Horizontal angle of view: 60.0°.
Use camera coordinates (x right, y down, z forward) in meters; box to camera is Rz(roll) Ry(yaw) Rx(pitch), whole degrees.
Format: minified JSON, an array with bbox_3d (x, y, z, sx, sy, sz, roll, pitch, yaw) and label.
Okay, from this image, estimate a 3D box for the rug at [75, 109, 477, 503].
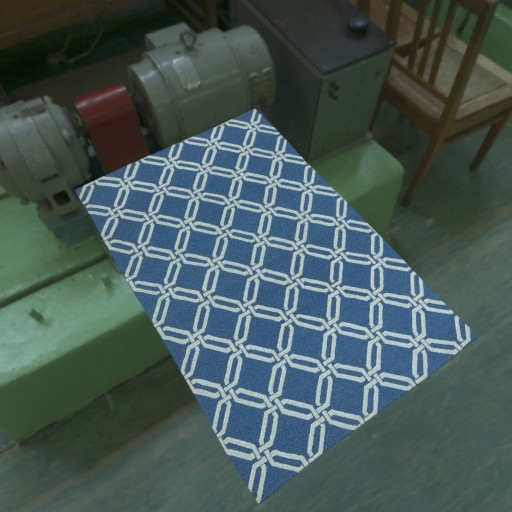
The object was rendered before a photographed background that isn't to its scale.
[{"bbox_3d":[0.000,0.000,2.125,1.153,0.010,1.755,-30,63,-17],"label":"rug"}]
